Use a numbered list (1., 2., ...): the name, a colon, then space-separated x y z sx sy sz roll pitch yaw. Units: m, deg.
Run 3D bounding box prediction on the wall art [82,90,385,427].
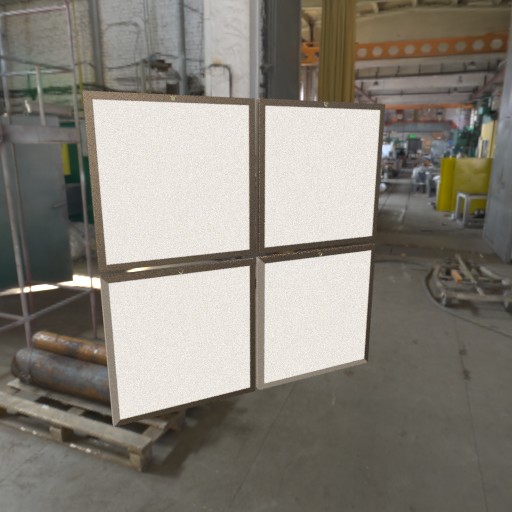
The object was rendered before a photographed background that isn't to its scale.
1. wall art: 0.000 0.000 1.535 1.032 1.032 0.030 -7 16 -24
